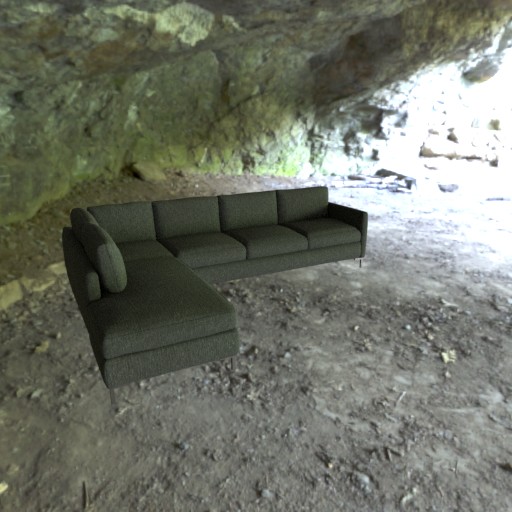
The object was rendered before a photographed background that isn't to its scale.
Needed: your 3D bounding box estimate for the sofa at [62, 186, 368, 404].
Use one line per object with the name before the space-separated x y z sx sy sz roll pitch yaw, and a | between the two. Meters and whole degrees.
sofa | 0.000 0.000 3.843 2.949 0.815 2.007 -9 20 -27
